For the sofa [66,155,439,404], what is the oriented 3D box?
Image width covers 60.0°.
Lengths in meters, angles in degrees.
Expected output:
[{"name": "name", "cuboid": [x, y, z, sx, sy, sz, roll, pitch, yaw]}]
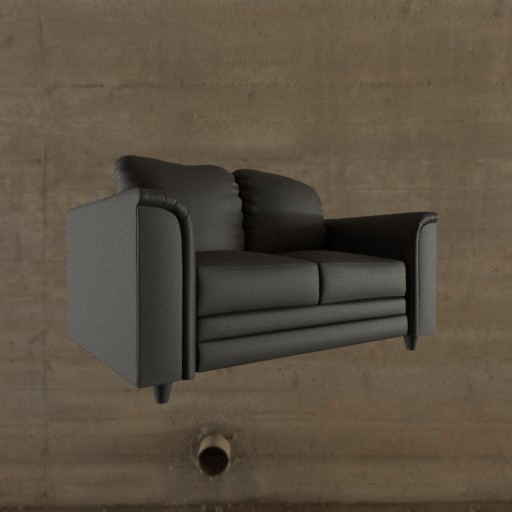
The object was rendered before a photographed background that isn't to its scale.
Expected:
[{"name": "sofa", "cuboid": [0.000, 0.000, 1.946, 1.386, 0.845, 0.887, -1, 1, -35]}]
